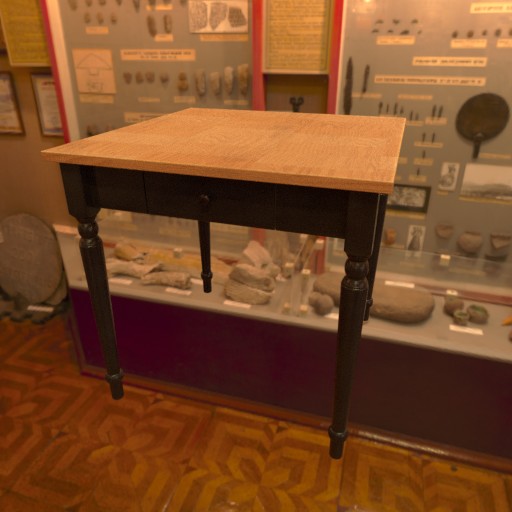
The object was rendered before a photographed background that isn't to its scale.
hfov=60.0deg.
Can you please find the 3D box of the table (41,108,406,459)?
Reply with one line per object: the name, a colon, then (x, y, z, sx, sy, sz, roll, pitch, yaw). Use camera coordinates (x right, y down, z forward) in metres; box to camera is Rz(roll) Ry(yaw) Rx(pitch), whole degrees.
table: (0.000, 0.000, 1.344, 0.747, 0.738, 0.747, 8, 27, 17)
